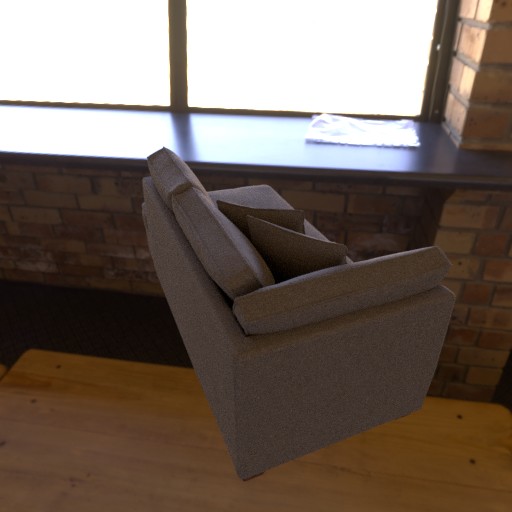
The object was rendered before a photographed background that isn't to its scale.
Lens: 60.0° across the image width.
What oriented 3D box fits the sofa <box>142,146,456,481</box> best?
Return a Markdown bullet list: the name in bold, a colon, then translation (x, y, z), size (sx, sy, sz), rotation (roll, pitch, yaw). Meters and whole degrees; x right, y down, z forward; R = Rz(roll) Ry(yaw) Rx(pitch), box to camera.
- **sofa**: translation (0.000, 0.000, 2.836), size (1.110, 1.033, 2.237), rotation (-12, 33, -19)
